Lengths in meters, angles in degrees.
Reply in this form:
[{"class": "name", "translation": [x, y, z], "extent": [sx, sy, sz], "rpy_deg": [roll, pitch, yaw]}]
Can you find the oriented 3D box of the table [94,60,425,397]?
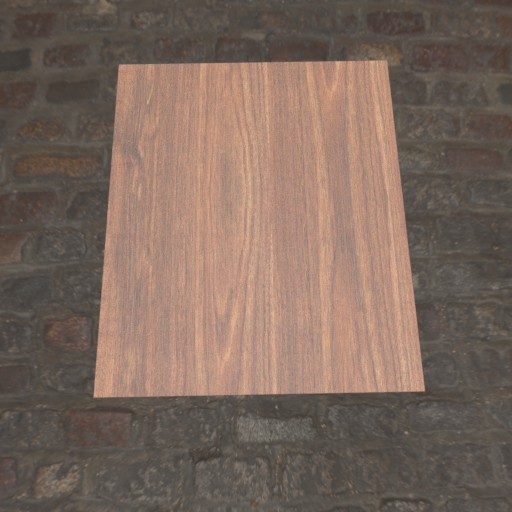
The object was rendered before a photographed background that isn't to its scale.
[{"class": "table", "translation": [0.000, 0.000, 1.141], "extent": [0.559, 0.635, 0.660], "rpy_deg": [-1, 74, 0]}]
